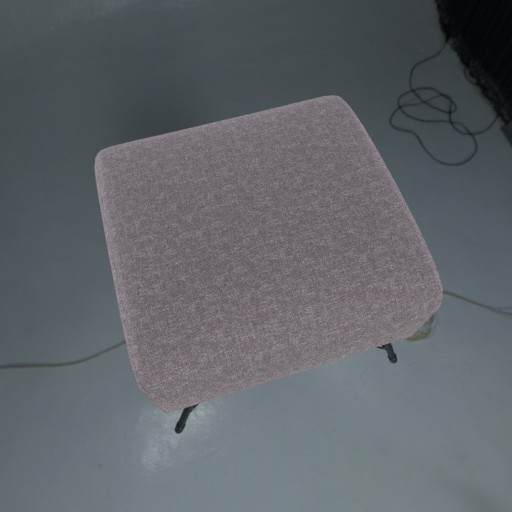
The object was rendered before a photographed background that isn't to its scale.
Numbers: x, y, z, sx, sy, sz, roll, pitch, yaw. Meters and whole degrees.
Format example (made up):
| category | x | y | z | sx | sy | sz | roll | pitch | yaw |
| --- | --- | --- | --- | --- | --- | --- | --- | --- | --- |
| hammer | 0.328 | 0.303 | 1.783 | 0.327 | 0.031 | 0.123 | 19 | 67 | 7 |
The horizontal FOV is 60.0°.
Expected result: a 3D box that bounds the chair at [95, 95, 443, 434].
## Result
| category | x | y | z | sx | sy | sz | roll | pitch | yaw |
| --- | --- | --- | --- | --- | --- | --- | --- | --- | --- |
| chair | 0.000 | 0.000 | 0.923 | 0.530 | 0.410 | 0.530 | -16 | 65 | -7 |
